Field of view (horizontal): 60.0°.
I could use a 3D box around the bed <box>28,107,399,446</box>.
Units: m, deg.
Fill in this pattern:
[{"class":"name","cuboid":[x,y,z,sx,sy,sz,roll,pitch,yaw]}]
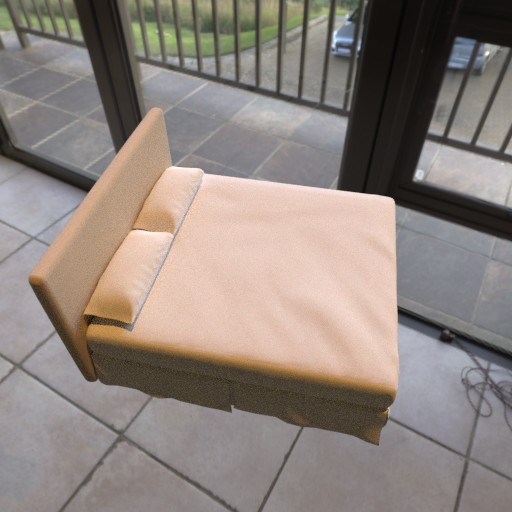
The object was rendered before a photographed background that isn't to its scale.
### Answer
[{"class":"bed","cuboid":[0.000,0.000,3.551,2.319,1.317,2.119,9,47,8]}]
